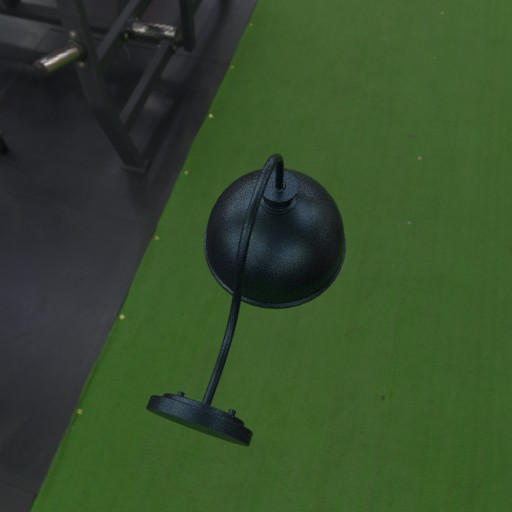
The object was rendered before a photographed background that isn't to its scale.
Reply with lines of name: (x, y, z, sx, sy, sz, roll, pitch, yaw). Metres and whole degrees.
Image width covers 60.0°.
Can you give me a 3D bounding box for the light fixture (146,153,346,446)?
light fixture: (0.000, 0.000, 0.620, 0.253, 0.295, 0.467, 16, 64, 8)
